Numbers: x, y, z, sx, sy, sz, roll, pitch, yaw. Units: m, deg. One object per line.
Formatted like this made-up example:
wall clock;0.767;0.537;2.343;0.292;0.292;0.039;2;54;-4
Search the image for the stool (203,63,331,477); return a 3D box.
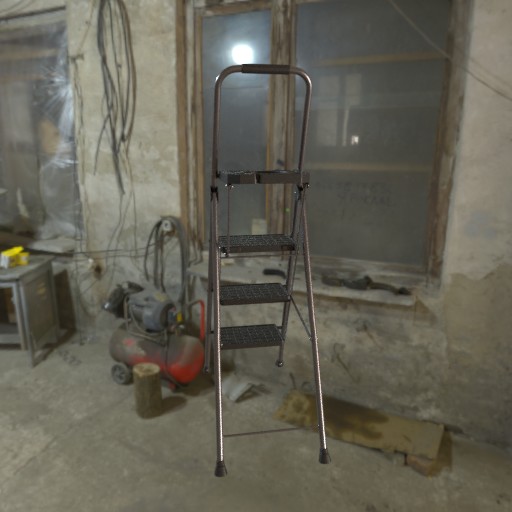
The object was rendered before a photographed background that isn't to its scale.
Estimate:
stool;0.000;0.000;1.657;0.396;1.277;0.733;-2;14;-10
